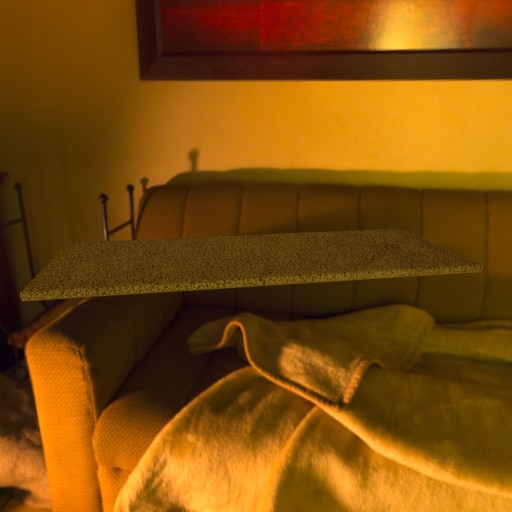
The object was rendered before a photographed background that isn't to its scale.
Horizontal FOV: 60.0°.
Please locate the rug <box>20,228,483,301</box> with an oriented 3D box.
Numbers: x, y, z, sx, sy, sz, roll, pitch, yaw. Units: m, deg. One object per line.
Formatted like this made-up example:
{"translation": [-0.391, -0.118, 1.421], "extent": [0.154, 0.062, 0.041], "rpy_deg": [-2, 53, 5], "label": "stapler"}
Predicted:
{"translation": [0.000, 0.000, 1.716], "extent": [1.524, 0.030, 0.609], "rpy_deg": [-3, 16, -10], "label": "rug"}
